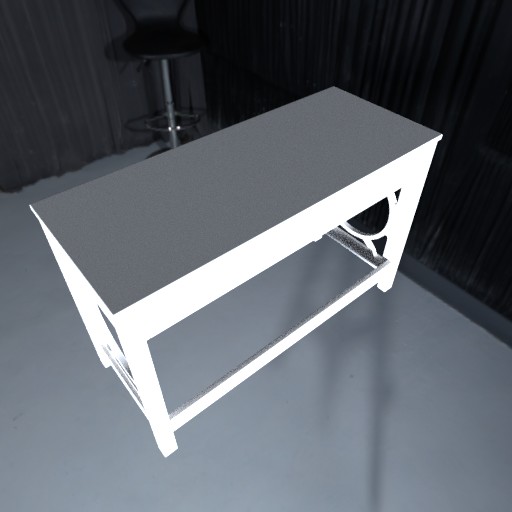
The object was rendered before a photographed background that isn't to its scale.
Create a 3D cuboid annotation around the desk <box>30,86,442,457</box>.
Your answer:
[{"bbox_3d":[0.000,0.000,1.600,1.191,0.762,0.504,-30,52,-27],"label":"desk"}]
